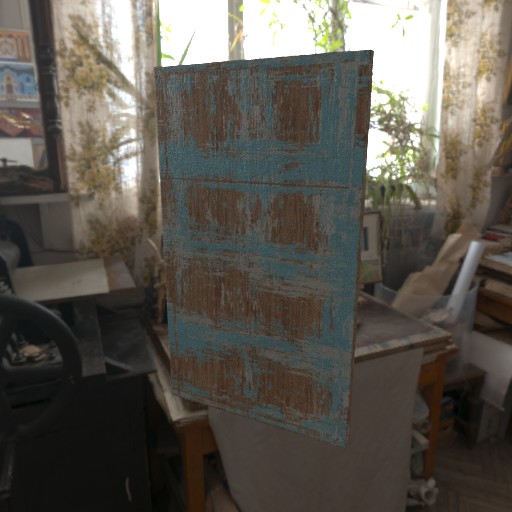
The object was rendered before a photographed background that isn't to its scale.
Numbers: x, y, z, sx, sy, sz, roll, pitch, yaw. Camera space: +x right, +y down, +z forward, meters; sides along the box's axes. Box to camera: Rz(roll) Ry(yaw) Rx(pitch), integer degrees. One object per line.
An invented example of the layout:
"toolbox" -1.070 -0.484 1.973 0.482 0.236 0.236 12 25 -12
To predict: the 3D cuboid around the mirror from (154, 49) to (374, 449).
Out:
"mirror" 0.000 0.000 1.490 0.707 1.213 0.083 8 17 26
